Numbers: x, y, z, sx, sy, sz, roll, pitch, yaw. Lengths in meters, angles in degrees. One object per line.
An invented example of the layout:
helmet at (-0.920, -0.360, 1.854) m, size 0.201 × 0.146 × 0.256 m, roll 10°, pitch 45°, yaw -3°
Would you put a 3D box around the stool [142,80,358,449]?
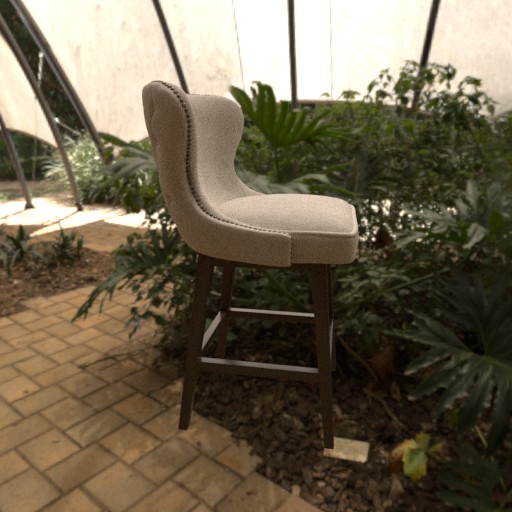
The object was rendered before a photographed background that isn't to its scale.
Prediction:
stool at (0.000, 0.000, 1.366) m, size 0.597 × 0.972 × 0.615 m, roll 3°, pitch 16°, yaw 10°
